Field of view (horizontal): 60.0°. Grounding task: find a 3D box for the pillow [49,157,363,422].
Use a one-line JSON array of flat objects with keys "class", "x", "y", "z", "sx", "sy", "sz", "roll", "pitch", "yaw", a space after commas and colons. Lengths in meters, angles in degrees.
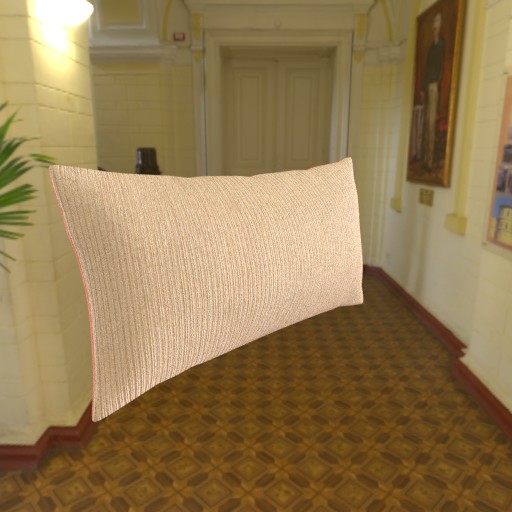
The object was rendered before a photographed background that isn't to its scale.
[{"class": "pillow", "x": 0.000, "y": 0.000, "z": 0.726, "sx": 0.155, "sy": 0.307, "sz": 0.608, "roll": 13, "pitch": 19, "yaw": 43}]
